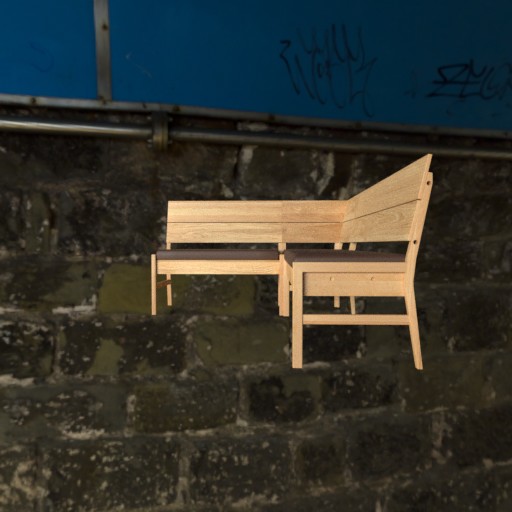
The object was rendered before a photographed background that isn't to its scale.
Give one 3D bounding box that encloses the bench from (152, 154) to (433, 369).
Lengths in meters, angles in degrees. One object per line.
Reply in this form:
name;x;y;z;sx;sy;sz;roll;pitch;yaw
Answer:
bench;0.000;0.000;2.828;1.549;0.890;1.975;0;1;1
